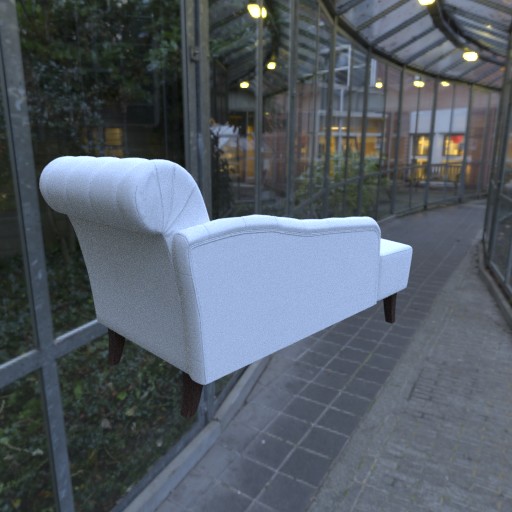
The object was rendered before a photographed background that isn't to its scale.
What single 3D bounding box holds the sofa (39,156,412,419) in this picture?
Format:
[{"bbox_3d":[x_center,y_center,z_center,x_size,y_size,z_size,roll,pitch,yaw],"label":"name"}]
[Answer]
[{"bbox_3d":[0.000,0.000,1.765,0.675,0.787,1.379,13,19,43],"label":"sofa"}]
